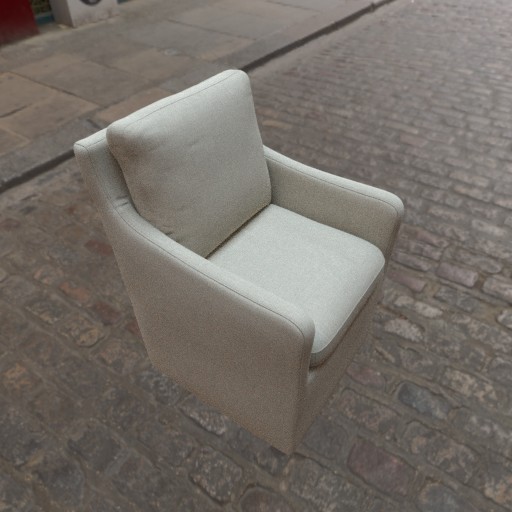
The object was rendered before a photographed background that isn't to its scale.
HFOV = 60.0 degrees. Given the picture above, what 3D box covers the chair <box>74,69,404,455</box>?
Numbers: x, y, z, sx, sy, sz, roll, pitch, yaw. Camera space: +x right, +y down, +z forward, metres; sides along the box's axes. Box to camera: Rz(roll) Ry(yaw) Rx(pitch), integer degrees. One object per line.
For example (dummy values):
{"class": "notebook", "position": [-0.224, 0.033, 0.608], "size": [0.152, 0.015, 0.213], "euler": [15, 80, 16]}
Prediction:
{"class": "chair", "position": [0.000, 0.000, 1.364], "size": [0.694, 0.914, 0.626], "euler": [25, 47, 25]}
